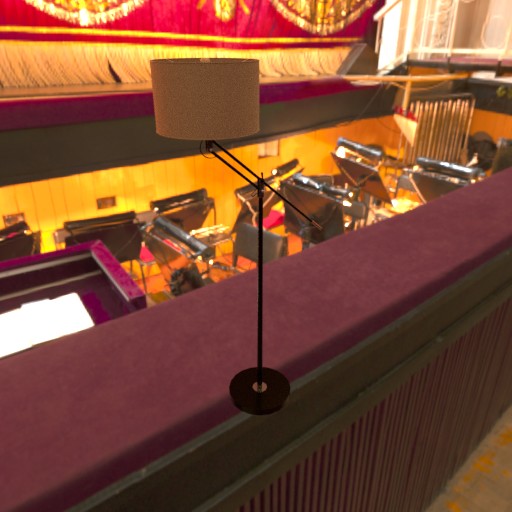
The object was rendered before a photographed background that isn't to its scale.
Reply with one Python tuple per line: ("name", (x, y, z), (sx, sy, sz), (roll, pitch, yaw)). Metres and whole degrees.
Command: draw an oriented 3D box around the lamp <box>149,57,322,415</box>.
("lamp", (0.000, 0.000, 1.990), (0.809, 1.635, 0.373), (-18, 31, -32))
